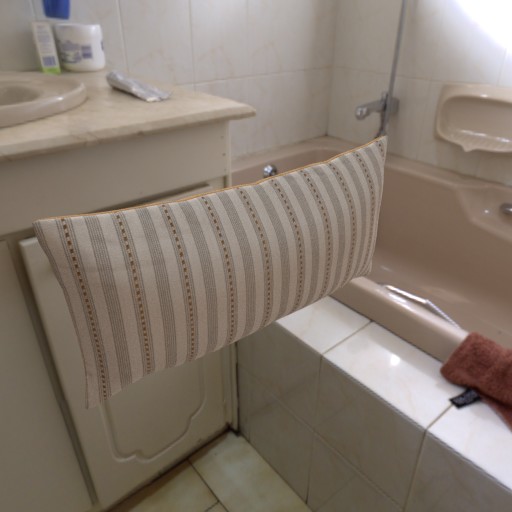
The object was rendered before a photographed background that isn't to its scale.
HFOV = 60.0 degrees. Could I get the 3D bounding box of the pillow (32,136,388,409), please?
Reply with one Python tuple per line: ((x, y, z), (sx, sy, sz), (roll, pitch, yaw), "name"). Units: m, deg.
((0.000, 0.000, 0.713), (0.608, 0.291, 0.151), (-21, 36, -32), "pillow")
